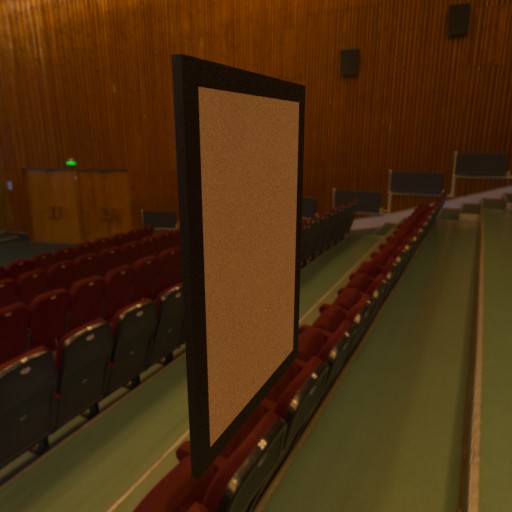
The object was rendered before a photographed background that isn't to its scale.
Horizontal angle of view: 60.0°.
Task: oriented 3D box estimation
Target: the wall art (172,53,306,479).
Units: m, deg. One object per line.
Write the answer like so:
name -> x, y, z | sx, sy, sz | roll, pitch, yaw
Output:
wall art -> 0.000, 0.000, 0.698 | 0.013, 0.534, 0.381 | 7, 17, 25
